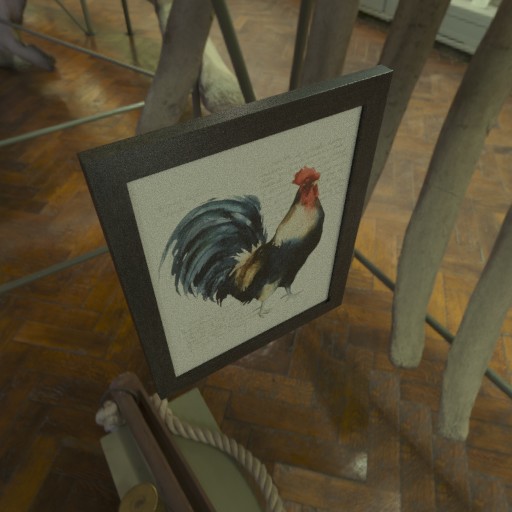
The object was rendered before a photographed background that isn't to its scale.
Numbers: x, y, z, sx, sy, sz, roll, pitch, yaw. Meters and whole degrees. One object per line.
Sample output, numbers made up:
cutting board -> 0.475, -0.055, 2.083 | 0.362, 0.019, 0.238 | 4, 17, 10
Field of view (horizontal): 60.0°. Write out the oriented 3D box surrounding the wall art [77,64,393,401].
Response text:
wall art -> 0.000, 0.000, 0.807 | 0.479, 0.580, 0.027 | -24, 50, -21
